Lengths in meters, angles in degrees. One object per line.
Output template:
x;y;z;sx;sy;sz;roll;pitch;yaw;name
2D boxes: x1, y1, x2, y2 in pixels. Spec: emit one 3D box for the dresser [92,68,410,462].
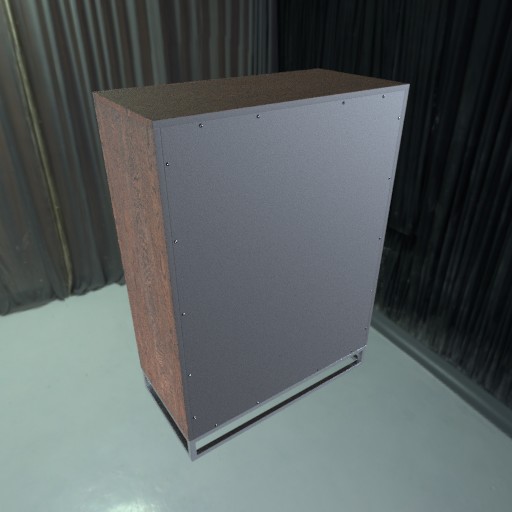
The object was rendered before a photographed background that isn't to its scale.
0.000;0.000;1.830;0.965;1.321;0.508;-19;35;-29;dresser
